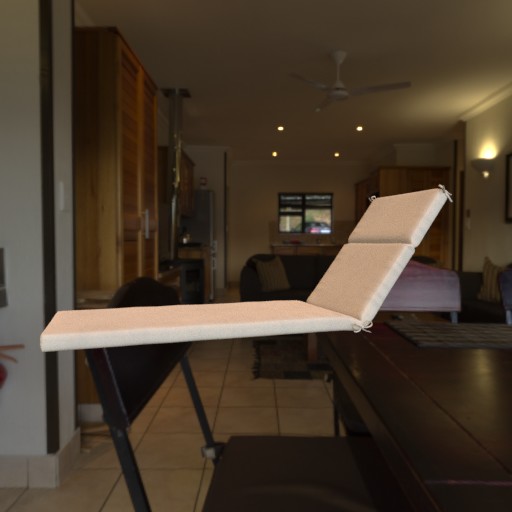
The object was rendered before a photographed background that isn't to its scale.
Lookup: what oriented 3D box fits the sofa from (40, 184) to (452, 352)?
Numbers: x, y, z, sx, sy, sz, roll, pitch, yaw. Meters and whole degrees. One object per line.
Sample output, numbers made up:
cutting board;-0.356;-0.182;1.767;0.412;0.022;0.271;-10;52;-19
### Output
sofa;0.000;0.000;1.940;1.663;0.622;0.582;-1;2;-19
